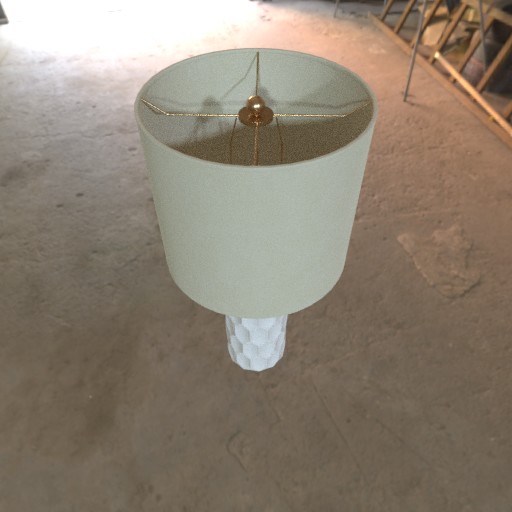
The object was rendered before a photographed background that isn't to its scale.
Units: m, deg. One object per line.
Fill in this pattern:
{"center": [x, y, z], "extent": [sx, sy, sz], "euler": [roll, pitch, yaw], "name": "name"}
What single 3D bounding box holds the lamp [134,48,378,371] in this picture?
{"center": [0.000, 0.000, 0.706], "extent": [0.277, 0.537, 0.277], "euler": [31, 54, 26], "name": "lamp"}
